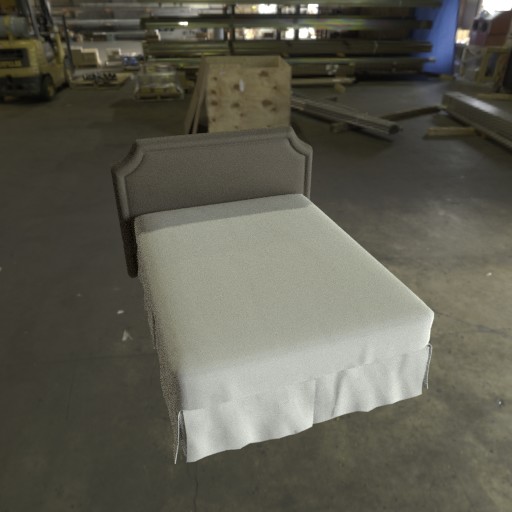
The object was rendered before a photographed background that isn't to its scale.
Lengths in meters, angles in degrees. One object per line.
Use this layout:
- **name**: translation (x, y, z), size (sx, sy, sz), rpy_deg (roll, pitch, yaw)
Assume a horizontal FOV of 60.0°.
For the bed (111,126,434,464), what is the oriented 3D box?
- **bed**: translation (0.000, 0.000, 3.277), size (1.831, 1.297, 2.181), rpy_deg (-10, 32, -16)
